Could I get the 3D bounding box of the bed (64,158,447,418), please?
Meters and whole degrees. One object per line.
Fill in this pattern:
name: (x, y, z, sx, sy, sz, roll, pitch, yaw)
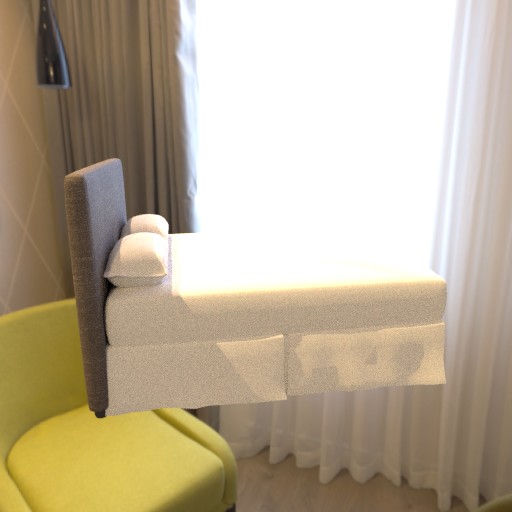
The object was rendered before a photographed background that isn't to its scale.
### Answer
bed: (0.000, 0.000, 3.172, 2.142, 1.330, 1.723, -3, 15, -10)
